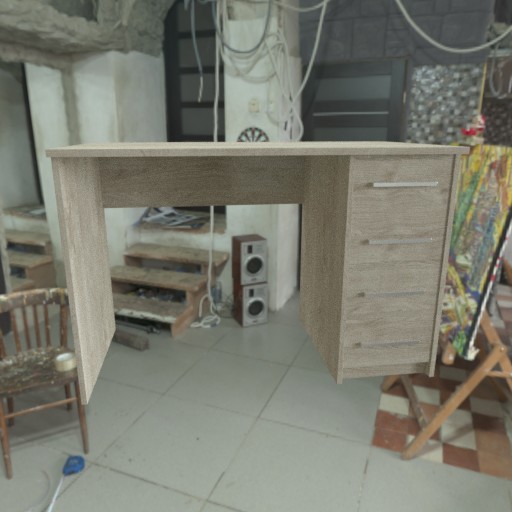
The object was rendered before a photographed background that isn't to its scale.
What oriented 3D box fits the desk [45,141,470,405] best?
[{"bbox_3d":[0.000,0.000,1.495,1.096,0.730,0.560,-2,16,-8],"label":"desk"}]
